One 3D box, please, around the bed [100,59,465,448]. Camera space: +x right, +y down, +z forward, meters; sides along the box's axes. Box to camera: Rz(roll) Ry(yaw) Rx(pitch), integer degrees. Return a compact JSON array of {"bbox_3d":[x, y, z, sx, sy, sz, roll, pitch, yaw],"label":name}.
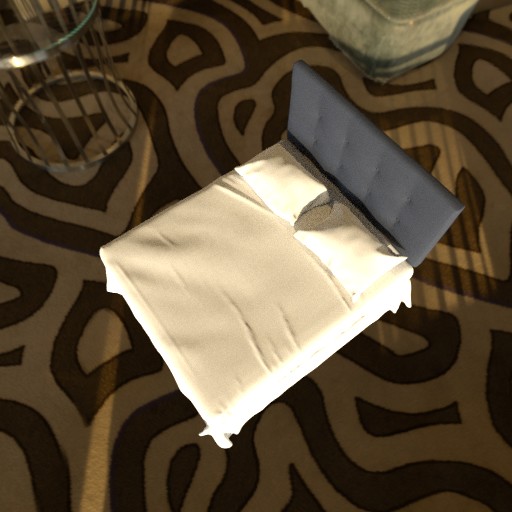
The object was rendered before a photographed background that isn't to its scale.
[{"bbox_3d":[0.000,0.000,3.455,2.222,1.577,1.936,-34,69,-15],"label":"bed"}]
